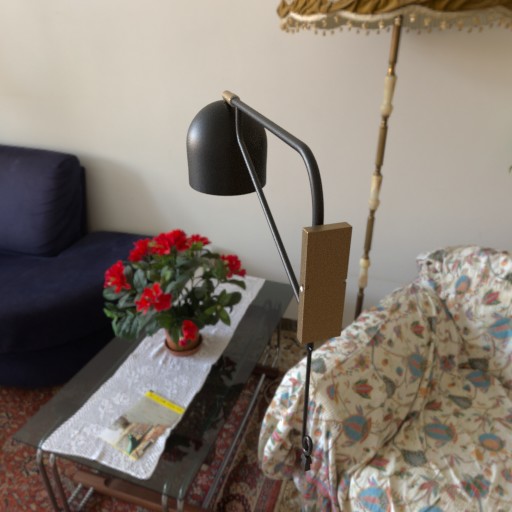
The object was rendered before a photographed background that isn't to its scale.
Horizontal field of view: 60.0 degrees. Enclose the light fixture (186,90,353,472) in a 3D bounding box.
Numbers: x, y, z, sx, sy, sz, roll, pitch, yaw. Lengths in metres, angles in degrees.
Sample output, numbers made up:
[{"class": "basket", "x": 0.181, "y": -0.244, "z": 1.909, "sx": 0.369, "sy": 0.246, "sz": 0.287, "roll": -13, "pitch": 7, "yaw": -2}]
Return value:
[{"class": "light fixture", "x": 0.000, "y": 0.000, "z": 1.062, "sx": 0.215, "sy": 0.696, "sz": 0.720, "roll": -8, "pitch": 28, "yaw": -16}]
